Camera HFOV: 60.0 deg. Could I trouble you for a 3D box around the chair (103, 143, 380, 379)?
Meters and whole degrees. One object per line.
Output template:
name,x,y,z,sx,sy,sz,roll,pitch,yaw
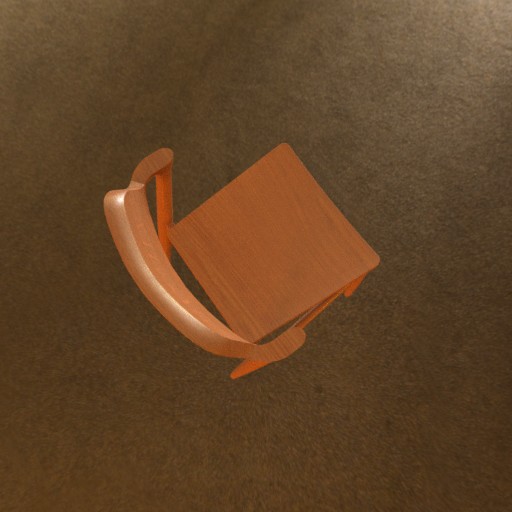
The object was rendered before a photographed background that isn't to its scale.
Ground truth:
chair,0.000,0.000,1.155,0.499,0.801,0.496,-35,78,-8
